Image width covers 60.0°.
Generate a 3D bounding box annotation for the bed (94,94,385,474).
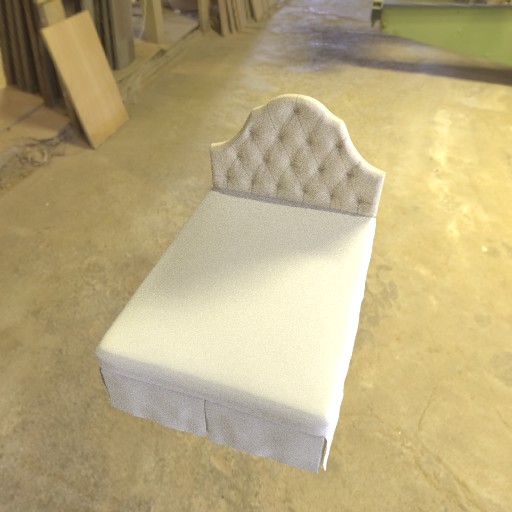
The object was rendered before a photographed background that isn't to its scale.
[{"bbox_3d":[0.000,0.000,3.205,1.627,1.575,2.092,13,44,14],"label":"bed"}]
